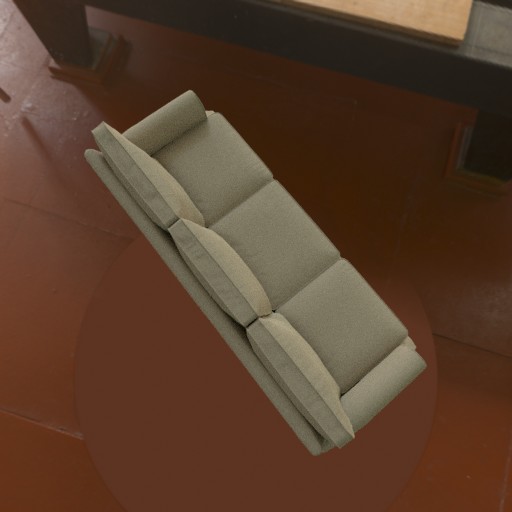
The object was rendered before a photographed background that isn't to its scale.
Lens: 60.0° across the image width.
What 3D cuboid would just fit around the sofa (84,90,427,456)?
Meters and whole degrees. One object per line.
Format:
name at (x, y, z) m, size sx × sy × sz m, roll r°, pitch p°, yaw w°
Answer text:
sofa at (0.000, 0.000, 2.851) m, size 0.966 × 0.948 × 2.354 m, roll -38°, pitch 79°, yaw -8°
